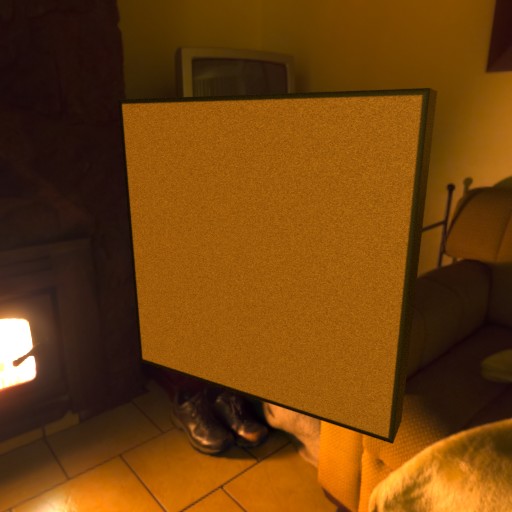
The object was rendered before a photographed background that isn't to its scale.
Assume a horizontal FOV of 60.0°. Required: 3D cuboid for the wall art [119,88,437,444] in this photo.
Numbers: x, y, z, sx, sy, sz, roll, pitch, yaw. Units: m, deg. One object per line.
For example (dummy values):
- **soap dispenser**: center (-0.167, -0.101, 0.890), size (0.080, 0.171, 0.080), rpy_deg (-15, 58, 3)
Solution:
- **wall art**: center (0.000, 0.000, 0.445), size (0.304, 0.303, 0.037), rpy_deg (9, 19, 28)
